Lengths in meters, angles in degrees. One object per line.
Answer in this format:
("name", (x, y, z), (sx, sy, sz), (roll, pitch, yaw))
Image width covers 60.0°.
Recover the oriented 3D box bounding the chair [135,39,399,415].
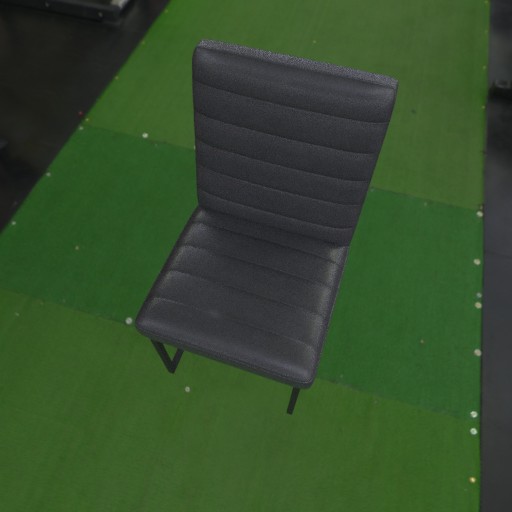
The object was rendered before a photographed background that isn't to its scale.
("chair", (0.000, 0.000, 1.312), (0.520, 0.930, 0.634), (16, 60, 10))
